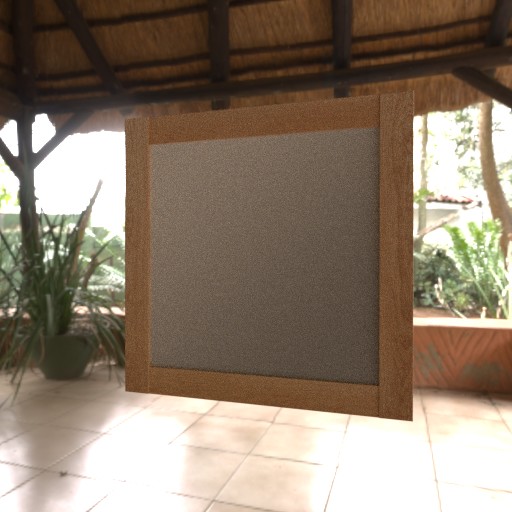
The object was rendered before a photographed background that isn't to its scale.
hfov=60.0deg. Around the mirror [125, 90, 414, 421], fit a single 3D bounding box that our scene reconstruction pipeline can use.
[{"bbox_3d":[0.000,0.000,1.195,0.800,0.800,0.020,0,0,17],"label":"mirror"}]
